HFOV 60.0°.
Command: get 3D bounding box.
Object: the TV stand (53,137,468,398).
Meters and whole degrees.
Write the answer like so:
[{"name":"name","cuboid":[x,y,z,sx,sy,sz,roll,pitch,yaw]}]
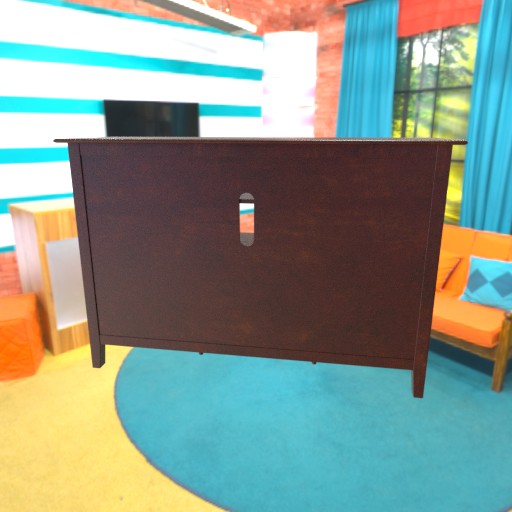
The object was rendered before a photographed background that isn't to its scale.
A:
[{"name":"TV stand","cuboid":[0.000,0.000,1.779,1.372,0.915,0.445,3,16,9]}]
